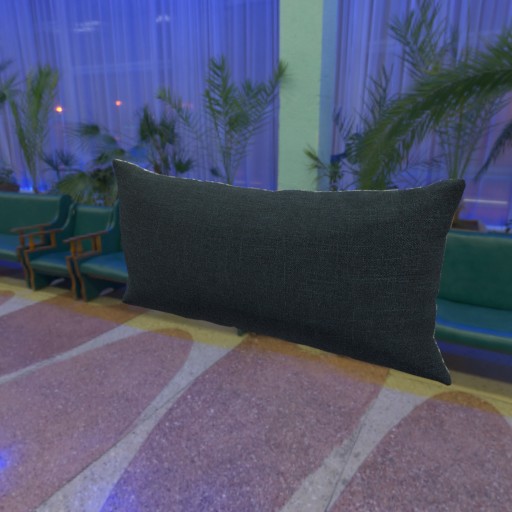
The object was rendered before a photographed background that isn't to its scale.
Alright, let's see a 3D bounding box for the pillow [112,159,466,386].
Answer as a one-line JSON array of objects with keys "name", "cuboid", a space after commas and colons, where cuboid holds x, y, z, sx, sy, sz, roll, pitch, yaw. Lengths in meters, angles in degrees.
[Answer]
[{"name": "pillow", "cuboid": [0.000, 0.000, 0.731, 0.631, 0.292, 0.148, 9, 19, 28]}]
